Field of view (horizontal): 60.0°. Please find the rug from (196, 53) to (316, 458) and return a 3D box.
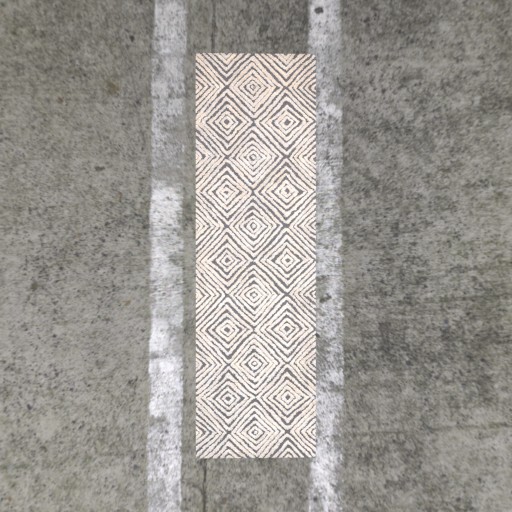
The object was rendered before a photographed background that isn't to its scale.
[{"bbox_3d":[0.000,0.000,2.500,0.676,0.008,2.277,0,90,-1],"label":"rug"}]
